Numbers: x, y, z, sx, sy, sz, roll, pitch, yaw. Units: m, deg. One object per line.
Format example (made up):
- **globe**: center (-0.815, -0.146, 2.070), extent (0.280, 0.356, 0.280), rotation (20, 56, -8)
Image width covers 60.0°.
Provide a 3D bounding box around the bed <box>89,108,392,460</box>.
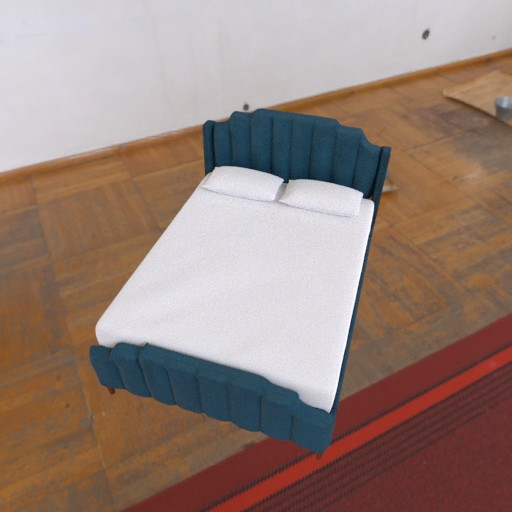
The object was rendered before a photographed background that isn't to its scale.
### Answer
- **bed**: center (0.000, 0.000, 3.446), extent (1.676, 1.351, 2.322), rotation (12, 44, 13)
